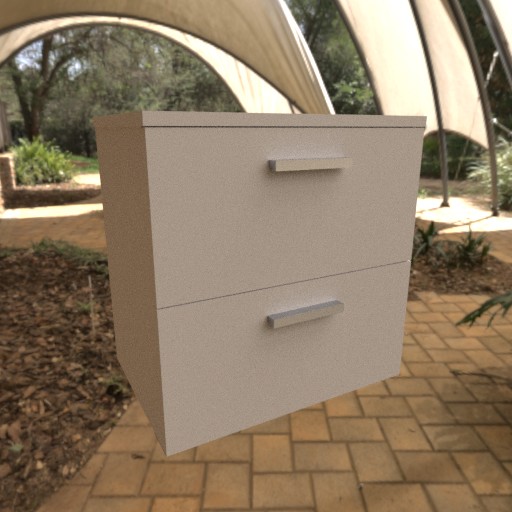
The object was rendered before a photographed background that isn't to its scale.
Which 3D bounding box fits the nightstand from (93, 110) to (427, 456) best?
[{"bbox_3d":[0.000,0.000,0.766,0.441,0.460,0.325,-9,18,-28],"label":"nightstand"}]
